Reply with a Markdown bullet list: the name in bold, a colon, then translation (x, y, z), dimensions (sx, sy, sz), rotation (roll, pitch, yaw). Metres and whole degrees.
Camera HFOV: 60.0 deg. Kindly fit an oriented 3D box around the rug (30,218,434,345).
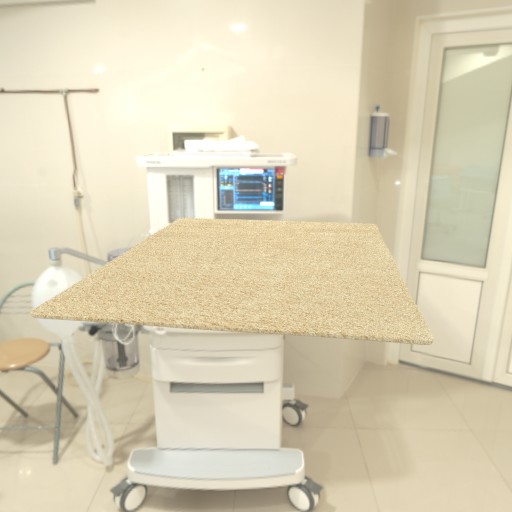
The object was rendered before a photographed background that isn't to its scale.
- **rug**: translation (0.000, 0.000, 3.963), dimensions (2.401, 0.025, 3.001), rotation (2, 17, 8)
